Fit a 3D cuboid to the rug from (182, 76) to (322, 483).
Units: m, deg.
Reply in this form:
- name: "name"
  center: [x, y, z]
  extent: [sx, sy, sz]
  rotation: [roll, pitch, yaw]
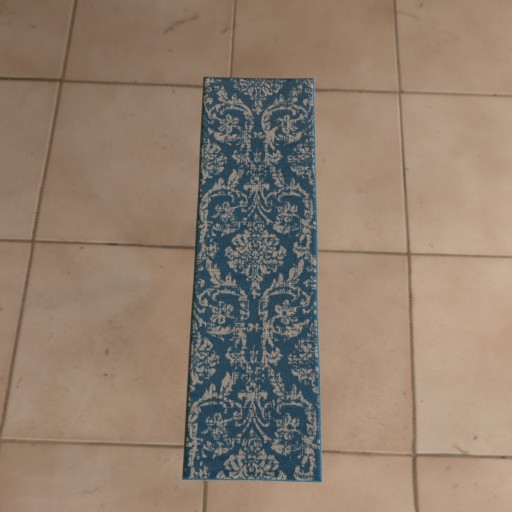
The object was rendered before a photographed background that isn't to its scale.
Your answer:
- name: "rug"
  center: [0.000, 0.000, 2.363]
  extent: [0.662, 0.011, 2.196]
  rotation: [1, 76, 0]
